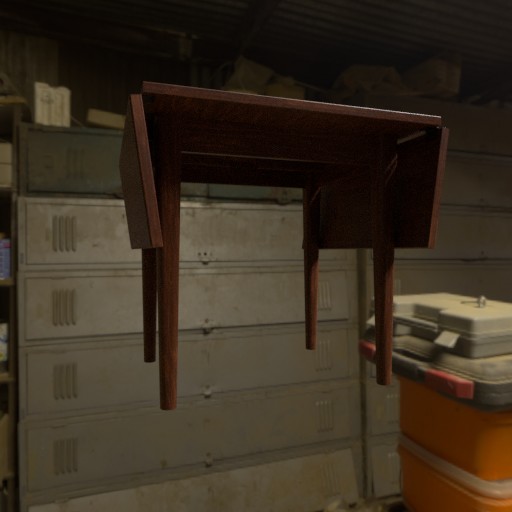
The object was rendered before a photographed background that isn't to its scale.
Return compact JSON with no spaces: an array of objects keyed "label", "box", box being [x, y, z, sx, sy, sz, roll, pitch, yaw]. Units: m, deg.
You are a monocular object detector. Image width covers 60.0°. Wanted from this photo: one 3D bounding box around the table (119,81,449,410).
[{"label":"table","box":[0.000,0.000,1.462,0.843,0.763,0.812,0,1,-19]}]
